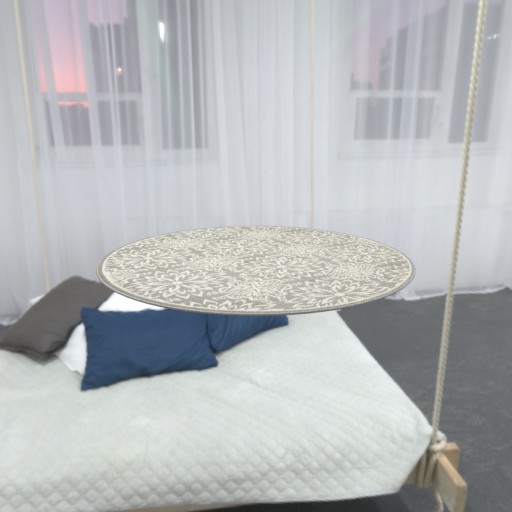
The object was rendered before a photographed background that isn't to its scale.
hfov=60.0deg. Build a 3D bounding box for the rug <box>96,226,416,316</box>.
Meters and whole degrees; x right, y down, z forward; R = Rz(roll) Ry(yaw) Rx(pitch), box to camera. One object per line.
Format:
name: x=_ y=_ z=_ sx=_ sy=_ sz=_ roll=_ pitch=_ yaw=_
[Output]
rug: x=0.000 y=0.000 z=2.339 sx=1.593 sy=0.012 sz=1.593 roll=0 pitch=15 yaw=0
